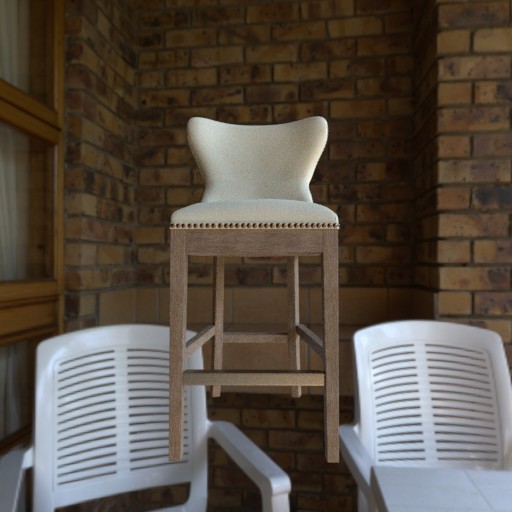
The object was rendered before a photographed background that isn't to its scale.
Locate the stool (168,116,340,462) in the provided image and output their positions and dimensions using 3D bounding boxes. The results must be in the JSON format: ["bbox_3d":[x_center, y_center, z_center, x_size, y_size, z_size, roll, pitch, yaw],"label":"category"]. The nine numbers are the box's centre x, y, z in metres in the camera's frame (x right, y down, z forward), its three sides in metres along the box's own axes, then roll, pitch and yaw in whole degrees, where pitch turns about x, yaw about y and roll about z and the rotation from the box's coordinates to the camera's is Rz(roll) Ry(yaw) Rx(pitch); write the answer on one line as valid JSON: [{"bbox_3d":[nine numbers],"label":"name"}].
[{"bbox_3d":[0.000,0.000,1.349,0.498,0.981,0.608,0,-1,1],"label":"stool"}]
